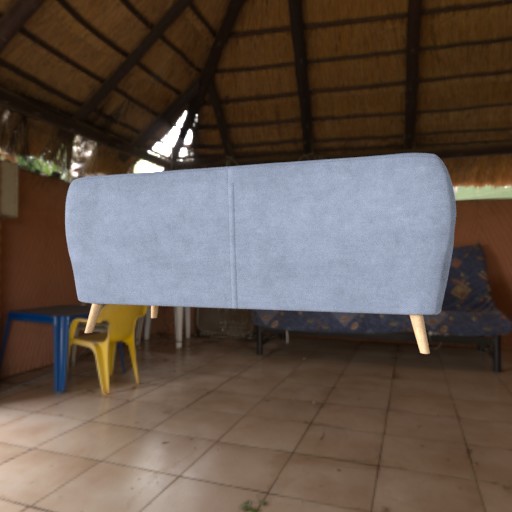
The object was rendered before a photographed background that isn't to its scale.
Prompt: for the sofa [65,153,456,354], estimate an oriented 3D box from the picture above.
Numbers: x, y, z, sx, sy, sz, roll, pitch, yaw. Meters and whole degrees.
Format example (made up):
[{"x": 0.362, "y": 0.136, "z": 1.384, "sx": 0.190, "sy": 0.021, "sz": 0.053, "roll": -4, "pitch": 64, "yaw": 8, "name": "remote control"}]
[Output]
[{"x": 0.000, "y": 0.000, "z": 2.434, "sx": 1.970, "sy": 0.830, "sz": 0.830, "roll": 0, "pitch": -1, "yaw": 18, "name": "sofa"}]
